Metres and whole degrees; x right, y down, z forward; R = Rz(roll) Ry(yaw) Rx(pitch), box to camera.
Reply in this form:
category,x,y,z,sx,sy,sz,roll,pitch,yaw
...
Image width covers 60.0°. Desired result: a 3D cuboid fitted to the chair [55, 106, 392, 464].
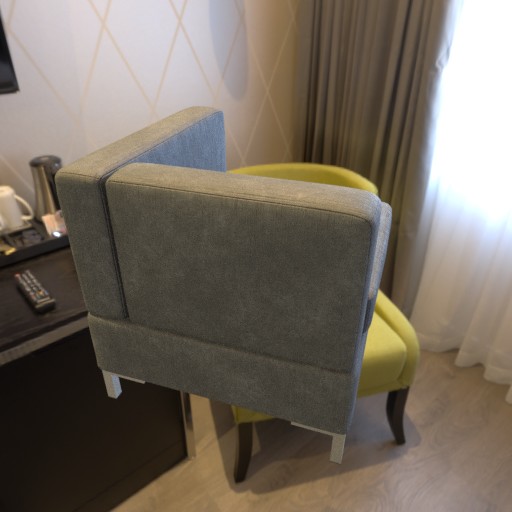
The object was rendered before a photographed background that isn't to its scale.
category,x,y,z,sx,sy,sz,roll,pitch,yaw
chair,0.000,0.000,1.225,0.680,0.660,0.680,10,32,16
